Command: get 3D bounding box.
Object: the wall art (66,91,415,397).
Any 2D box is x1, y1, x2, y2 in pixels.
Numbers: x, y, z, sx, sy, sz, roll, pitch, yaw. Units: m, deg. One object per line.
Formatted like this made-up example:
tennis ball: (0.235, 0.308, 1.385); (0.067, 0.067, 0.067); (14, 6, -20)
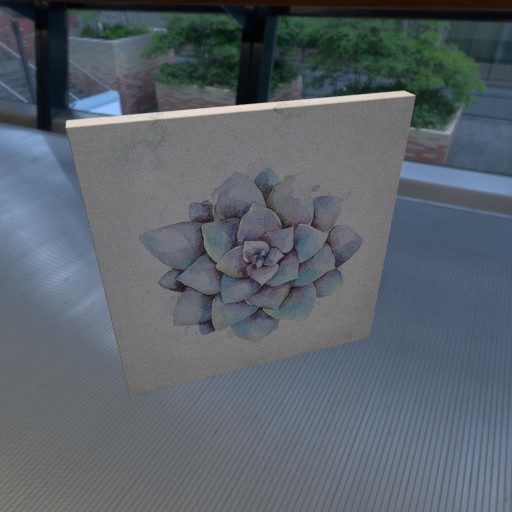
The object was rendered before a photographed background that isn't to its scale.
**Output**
wall art: (0.000, 0.000, 0.925); (0.612, 0.612, 0.040); (-10, 35, -15)
